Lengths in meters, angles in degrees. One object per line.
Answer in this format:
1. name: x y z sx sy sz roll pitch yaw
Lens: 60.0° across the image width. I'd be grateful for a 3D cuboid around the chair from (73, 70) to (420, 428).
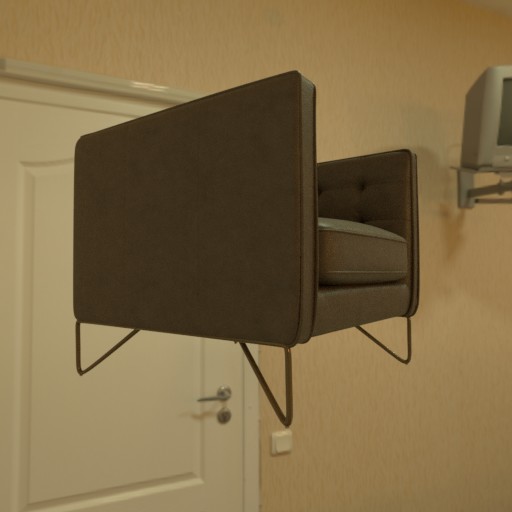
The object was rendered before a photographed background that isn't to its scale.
1. chair: 0.000 0.000 1.539 0.894 0.790 0.880 -1 -3 36
